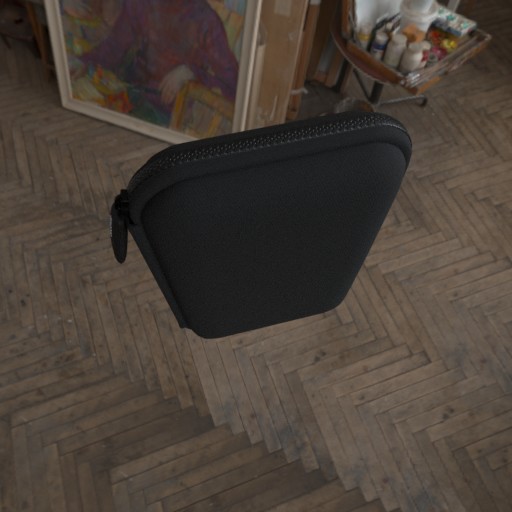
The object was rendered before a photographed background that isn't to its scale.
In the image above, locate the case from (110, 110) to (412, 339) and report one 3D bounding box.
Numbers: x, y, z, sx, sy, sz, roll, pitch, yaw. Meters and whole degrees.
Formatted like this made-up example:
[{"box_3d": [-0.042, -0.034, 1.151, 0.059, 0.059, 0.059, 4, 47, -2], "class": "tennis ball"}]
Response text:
[{"box_3d": [0.000, 0.000, 0.193, 0.107, 0.147, 0.030, -13, 64, -6], "class": "case"}]
